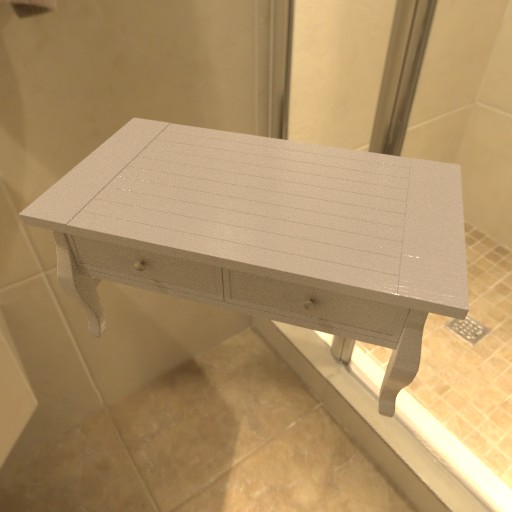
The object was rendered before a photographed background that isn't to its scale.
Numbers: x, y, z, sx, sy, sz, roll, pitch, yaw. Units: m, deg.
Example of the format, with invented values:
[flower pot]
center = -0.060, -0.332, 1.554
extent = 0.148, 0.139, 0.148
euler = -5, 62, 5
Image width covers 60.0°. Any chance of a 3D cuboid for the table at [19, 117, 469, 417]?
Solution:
[table]
center = 0.000, 0.000, 1.363
extent = 1.062, 0.495, 0.600
euler = 12, 43, 13
